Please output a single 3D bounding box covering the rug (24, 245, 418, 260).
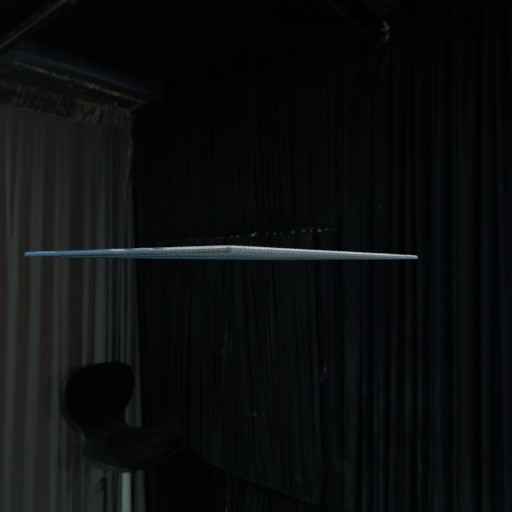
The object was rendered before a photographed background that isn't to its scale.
[{"bbox_3d":[0.000,0.000,3.074,1.540,0.027,2.450,-1,-1,36],"label":"rug"}]
